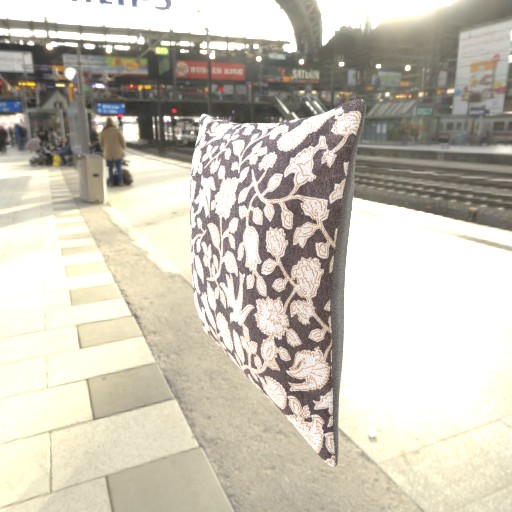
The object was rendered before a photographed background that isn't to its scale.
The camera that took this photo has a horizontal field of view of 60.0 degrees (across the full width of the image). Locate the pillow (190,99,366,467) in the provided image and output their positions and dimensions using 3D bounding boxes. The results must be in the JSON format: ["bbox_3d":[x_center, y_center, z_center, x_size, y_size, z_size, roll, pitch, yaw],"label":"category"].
[{"bbox_3d":[0.000,0.000,0.800,0.166,0.507,0.526,-8,18,-26],"label":"pillow"}]
